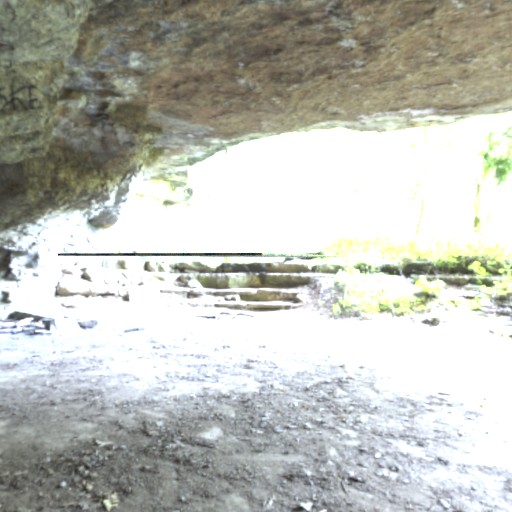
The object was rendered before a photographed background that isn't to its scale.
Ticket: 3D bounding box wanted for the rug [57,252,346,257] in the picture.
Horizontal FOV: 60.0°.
[{"bbox_3d":[0.000,0.000,1.670,0.503,0.007,1.492,0,0,18],"label":"rug"}]
